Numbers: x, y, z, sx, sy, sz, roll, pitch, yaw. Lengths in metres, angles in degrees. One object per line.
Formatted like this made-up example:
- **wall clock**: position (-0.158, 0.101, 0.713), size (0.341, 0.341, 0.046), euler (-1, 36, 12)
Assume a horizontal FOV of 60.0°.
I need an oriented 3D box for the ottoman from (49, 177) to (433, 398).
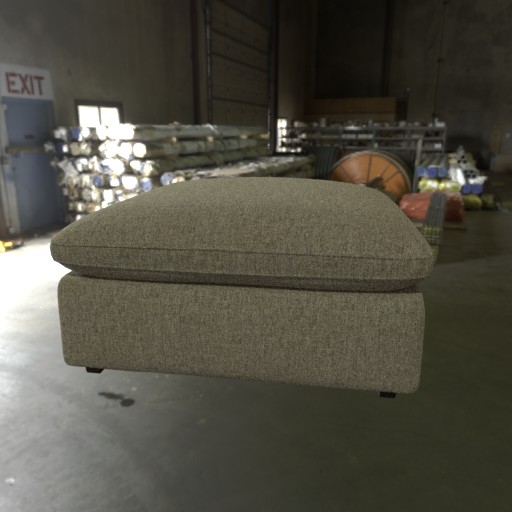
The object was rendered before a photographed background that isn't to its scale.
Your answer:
- **ottoman**: position (0.000, 0.000, 1.636), size (1.039, 0.526, 1.035), euler (2, 16, 8)
